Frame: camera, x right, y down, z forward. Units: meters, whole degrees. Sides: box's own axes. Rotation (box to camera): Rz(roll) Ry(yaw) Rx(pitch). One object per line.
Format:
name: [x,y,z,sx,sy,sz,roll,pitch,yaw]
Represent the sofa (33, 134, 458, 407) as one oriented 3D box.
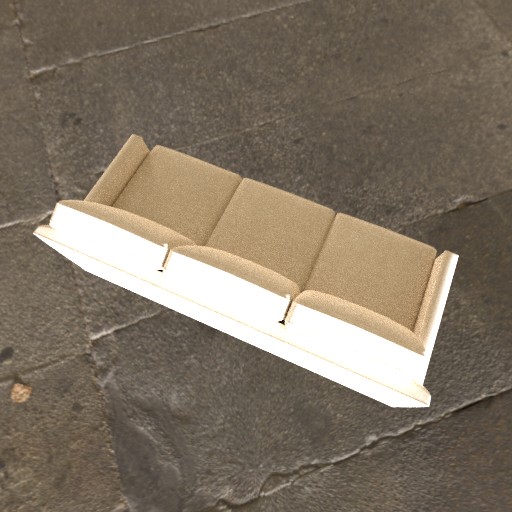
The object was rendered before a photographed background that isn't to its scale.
sofa: [0.000,0.000,2.728,2.210,0.940,1.041,22,66,10]
